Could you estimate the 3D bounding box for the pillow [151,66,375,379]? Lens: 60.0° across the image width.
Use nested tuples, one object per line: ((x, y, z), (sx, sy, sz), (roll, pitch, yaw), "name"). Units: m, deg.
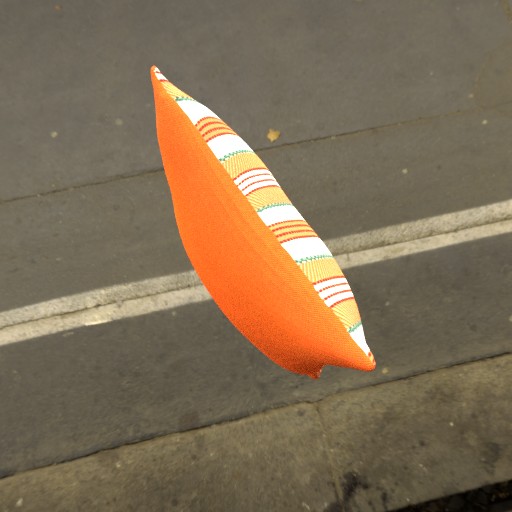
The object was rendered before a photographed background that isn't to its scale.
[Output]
((0.000, 0.000, 0.690), (0.182, 0.441, 0.440), (-33, 77, -8), "pillow")
